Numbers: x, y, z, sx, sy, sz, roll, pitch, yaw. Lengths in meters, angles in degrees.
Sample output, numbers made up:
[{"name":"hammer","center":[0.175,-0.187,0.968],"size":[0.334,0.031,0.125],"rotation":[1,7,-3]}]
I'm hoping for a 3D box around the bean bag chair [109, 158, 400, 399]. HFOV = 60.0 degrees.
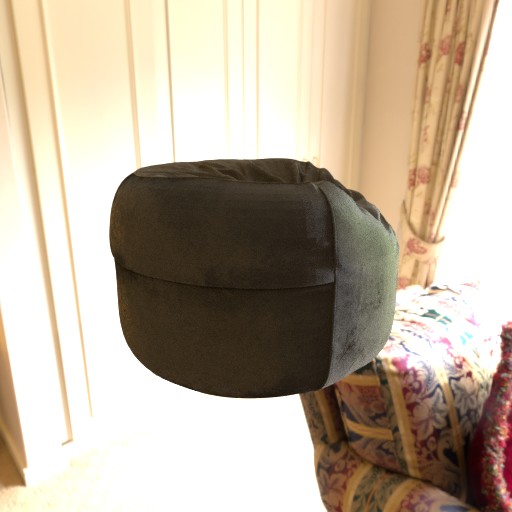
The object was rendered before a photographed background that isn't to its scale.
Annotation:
[{"name":"bean bag chair","center":[0.000,0.000,1.484],"size":[0.918,0.605,0.918],"rotation":[0,17,0]}]
